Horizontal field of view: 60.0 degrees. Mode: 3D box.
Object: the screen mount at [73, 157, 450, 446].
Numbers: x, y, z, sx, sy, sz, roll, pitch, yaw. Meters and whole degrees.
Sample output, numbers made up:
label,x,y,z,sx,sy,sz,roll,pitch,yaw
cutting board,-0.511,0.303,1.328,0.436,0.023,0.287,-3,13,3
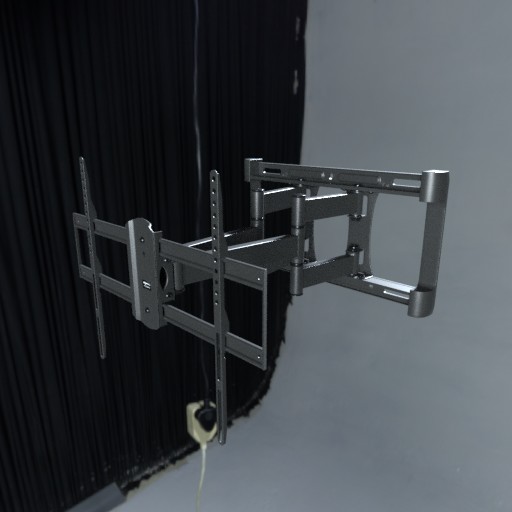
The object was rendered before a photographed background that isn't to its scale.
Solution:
label,x,y,z,sx,sy,sz,roll,pitch,yaw
screen mount,0.000,0.000,1.103,0.661,0.491,0.644,15,22,42
